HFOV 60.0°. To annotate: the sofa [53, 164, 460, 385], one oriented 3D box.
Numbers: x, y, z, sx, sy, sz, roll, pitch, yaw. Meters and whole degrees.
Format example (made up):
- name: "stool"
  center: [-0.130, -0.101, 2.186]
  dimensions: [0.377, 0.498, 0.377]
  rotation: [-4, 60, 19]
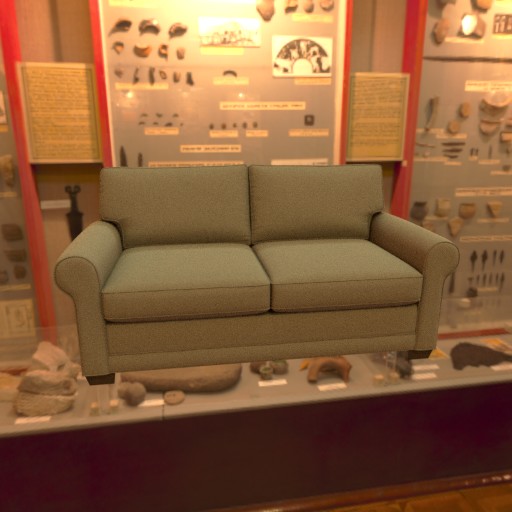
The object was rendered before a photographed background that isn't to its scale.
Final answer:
- name: "sofa"
  center: [0.000, 0.000, 2.444]
  dimensions: [1.930, 0.952, 0.940]
  rotation: [-2, 16, -8]
